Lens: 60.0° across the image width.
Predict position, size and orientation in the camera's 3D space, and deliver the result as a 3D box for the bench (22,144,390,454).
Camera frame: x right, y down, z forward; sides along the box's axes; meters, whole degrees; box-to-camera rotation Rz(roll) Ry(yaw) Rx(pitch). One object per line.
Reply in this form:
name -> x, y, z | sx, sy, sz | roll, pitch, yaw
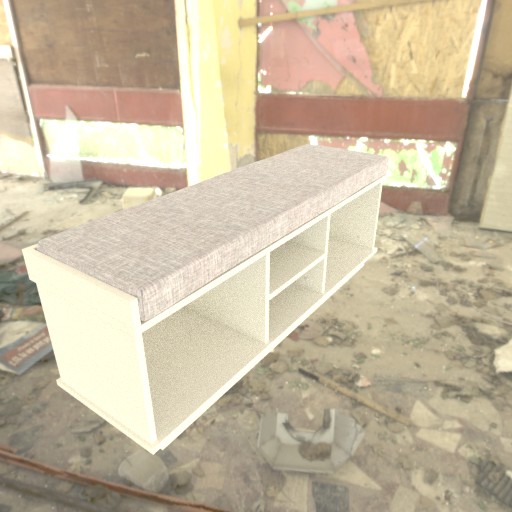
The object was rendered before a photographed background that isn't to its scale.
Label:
bench -> 0.000, 0.000, 1.372 | 0.363, 0.453, 1.196 | 18, 32, 32
